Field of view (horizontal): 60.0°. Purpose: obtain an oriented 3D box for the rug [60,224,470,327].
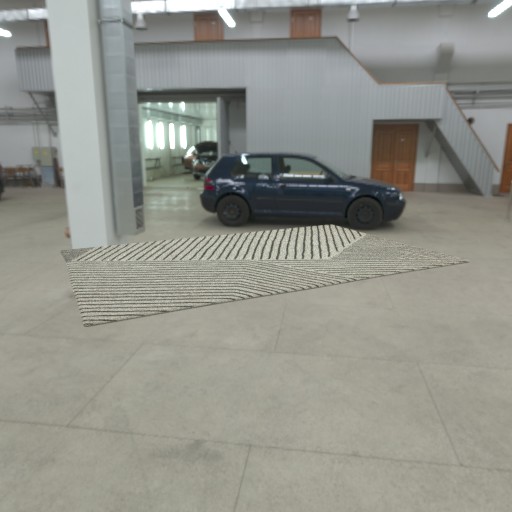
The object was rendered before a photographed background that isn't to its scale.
[{"bbox_3d":[0.000,0.000,3.067,2.406,0.023,1.539,-7,16,-26],"label":"rug"}]
